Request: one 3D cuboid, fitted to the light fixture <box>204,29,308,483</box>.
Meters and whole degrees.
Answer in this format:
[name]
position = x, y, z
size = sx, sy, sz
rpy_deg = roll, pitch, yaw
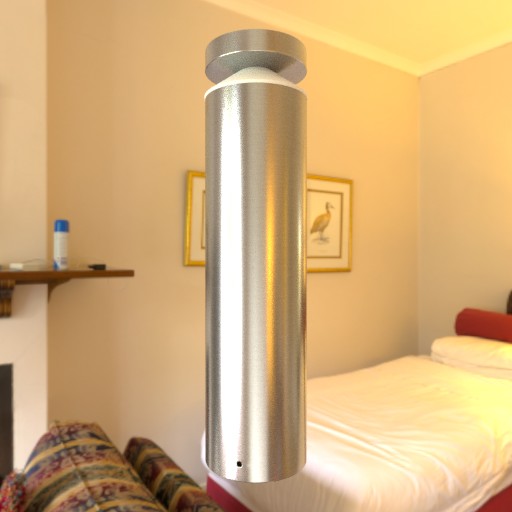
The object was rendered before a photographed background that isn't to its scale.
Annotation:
[light fixture]
position = 0.000, 0.000, 0.440
size = 0.102, 0.400, 0.102
rpy_deg = 0, 0, 17
